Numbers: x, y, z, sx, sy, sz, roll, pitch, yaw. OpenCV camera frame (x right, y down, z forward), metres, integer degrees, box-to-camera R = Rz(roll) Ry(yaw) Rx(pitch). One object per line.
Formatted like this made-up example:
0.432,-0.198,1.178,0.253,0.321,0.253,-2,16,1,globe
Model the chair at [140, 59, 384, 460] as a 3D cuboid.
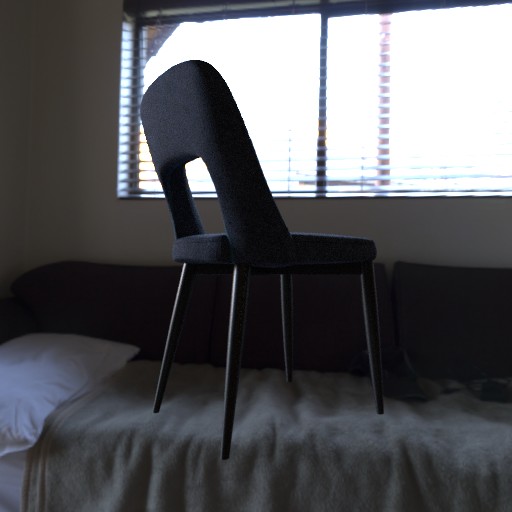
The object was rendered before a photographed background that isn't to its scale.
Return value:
0.000,0.000,1.291,0.612,0.931,0.470,0,-1,-35,chair
